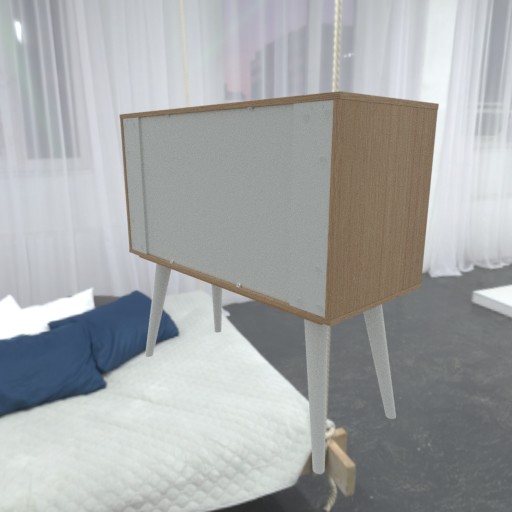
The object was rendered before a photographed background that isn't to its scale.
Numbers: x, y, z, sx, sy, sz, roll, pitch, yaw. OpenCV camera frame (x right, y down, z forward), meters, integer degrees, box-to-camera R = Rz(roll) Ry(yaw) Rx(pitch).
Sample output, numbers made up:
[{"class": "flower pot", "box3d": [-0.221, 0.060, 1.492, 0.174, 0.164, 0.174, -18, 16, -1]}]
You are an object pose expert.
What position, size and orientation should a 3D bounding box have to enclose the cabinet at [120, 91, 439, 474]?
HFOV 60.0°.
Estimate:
[{"class": "cabinet", "box3d": [0.000, 0.000, 1.620, 0.470, 1.016, 1.057, -13, 19, -41]}]
